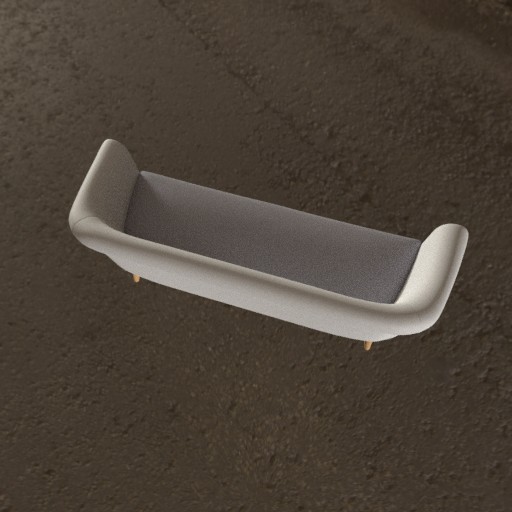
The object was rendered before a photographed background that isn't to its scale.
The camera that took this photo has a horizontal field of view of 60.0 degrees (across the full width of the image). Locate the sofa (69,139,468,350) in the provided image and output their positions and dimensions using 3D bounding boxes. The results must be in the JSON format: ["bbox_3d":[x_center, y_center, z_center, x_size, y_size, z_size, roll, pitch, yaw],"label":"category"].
[{"bbox_3d":[0.000,0.000,2.534,2.160,0.795,0.827,15,62,8],"label":"sofa"}]
